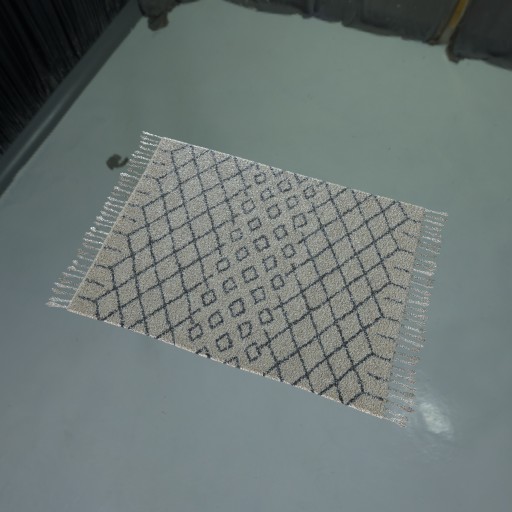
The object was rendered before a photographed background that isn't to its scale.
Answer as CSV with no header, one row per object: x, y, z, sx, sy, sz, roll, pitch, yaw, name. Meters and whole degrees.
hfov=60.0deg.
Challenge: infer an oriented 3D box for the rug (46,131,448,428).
0.000,0.000,3.266,2.615,0.029,1.664,17,65,8,rug
